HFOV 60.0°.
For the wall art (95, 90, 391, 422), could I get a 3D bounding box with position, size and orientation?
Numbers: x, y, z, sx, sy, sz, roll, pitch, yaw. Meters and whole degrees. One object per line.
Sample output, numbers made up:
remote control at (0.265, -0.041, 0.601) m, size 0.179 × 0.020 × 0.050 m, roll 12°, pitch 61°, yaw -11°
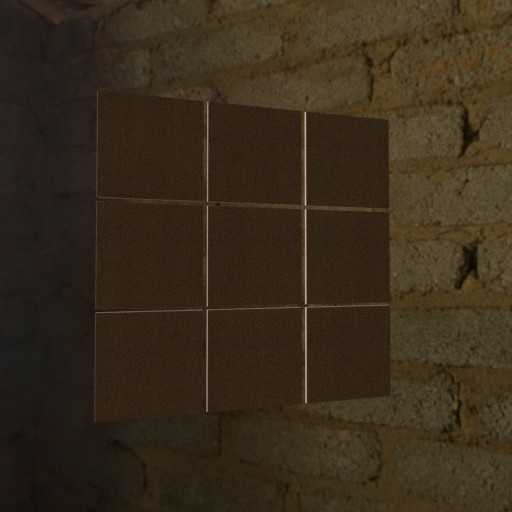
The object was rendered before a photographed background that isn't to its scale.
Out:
wall art at (0.000, 0.000, 1.794) m, size 1.219 × 1.218 × 0.013 m, roll 0°, pitch -1°, yaw -16°
